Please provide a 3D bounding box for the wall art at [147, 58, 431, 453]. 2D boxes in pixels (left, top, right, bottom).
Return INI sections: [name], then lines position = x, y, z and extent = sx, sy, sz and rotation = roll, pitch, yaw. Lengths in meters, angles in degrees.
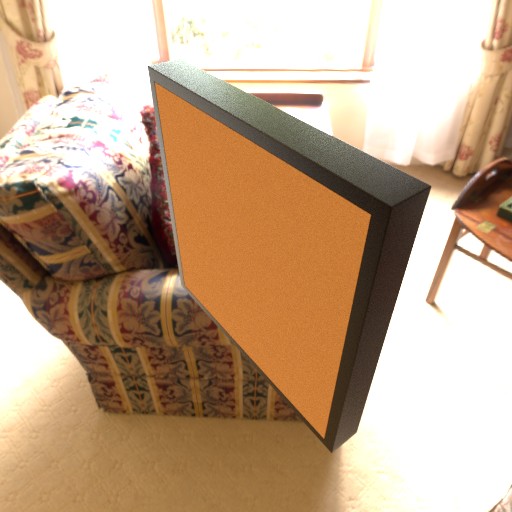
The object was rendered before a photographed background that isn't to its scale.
[wall art]
position = 0.000, 0.000, 0.445
extent = 0.037, 0.299, 0.299
rotation = -27, 48, -27
